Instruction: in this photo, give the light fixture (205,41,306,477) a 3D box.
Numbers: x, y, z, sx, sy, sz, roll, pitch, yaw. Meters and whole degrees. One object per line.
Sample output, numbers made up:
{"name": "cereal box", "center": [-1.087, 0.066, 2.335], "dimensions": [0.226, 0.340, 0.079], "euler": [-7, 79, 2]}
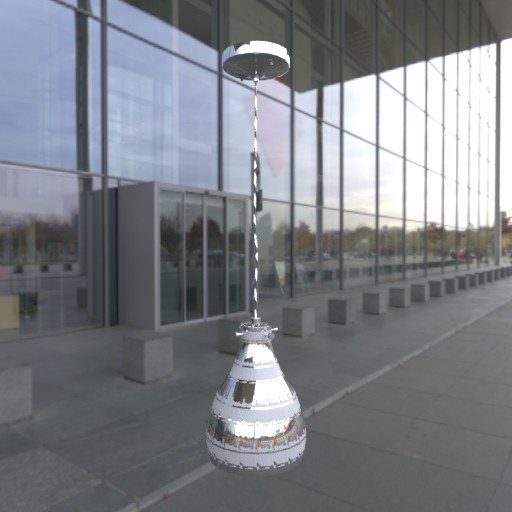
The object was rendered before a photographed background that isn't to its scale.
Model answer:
{"name": "light fixture", "center": [0.000, 0.000, 1.634], "dimensions": [0.374, 1.457, 0.374], "euler": [-1, 1, -37]}
